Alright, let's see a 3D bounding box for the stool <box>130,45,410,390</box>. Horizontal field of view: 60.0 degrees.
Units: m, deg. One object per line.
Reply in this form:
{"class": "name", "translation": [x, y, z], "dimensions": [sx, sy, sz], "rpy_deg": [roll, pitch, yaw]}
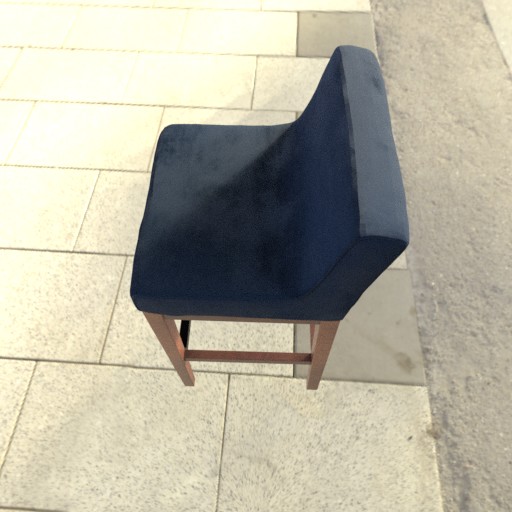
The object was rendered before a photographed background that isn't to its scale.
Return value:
{"class": "stool", "translation": [0.000, 0.000, 1.210], "dimensions": [0.516, 0.945, 0.511], "rpy_deg": [1, 58, 1]}
